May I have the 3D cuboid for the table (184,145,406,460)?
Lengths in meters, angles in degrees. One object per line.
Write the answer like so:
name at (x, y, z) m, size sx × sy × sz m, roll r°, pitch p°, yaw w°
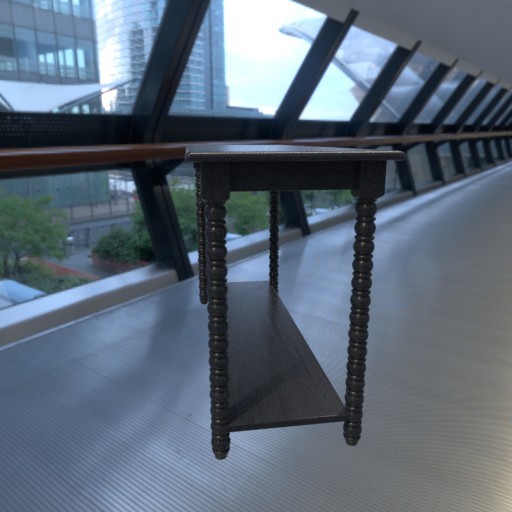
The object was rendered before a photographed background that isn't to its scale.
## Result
table at (0.000, 0.000, 1.539) m, size 0.459 × 0.735 × 1.184 m, roll -2°, pitch 15°, yaw -8°
